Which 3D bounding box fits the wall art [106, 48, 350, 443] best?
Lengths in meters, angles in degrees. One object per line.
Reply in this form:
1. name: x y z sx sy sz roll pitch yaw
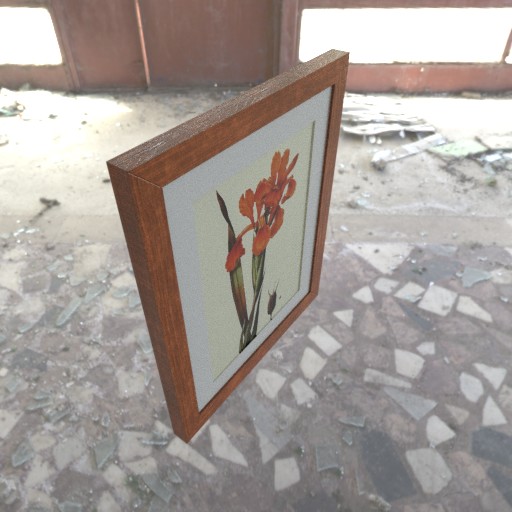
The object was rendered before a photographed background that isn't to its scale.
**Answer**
1. wall art: 0.000 0.000 0.771 0.033 0.567 0.467 26 48 27
